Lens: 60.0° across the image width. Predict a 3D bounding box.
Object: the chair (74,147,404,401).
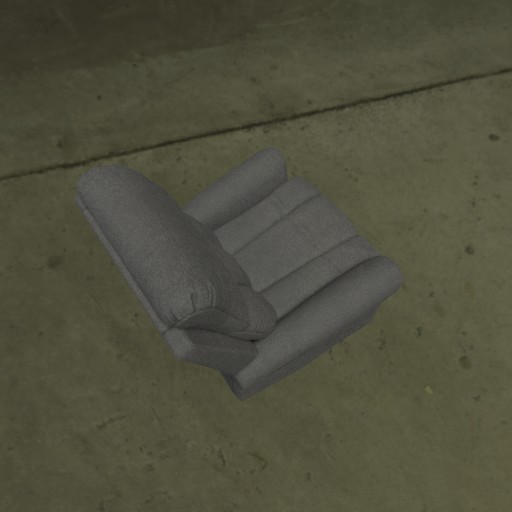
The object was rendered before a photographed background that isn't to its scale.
[{"bbox_3d":[0.000,0.000,1.752,0.979,1.031,0.871,-31,62,-18],"label":"chair"}]
